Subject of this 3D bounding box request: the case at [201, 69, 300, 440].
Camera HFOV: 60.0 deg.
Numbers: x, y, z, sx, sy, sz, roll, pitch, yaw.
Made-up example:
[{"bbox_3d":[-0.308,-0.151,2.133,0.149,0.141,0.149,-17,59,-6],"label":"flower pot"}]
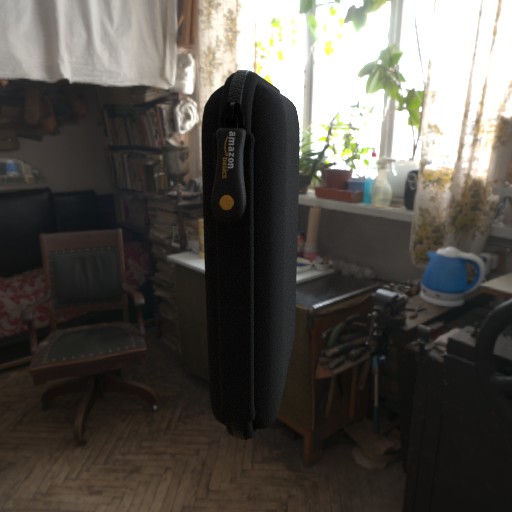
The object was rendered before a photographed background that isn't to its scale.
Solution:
[{"bbox_3d":[0.000,0.000,0.195,0.030,0.147,0.107,3,16,10],"label":"case"}]
